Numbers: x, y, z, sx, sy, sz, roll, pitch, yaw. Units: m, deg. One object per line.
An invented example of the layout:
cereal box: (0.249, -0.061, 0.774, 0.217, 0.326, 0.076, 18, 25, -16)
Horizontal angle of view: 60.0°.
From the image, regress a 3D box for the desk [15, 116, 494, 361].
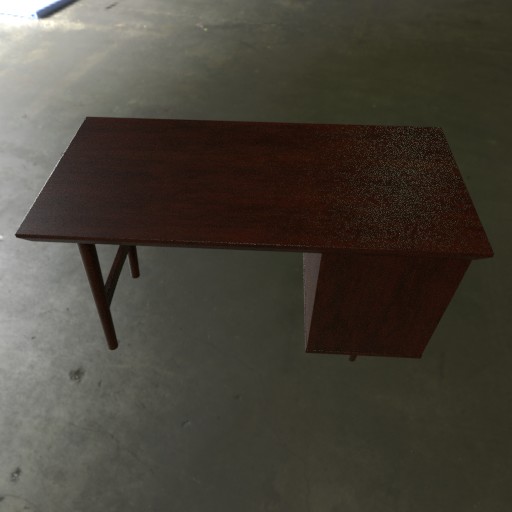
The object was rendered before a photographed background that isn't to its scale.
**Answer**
desk: (0.000, 0.000, 1.661, 1.277, 0.758, 0.612, 2, 47, 2)
